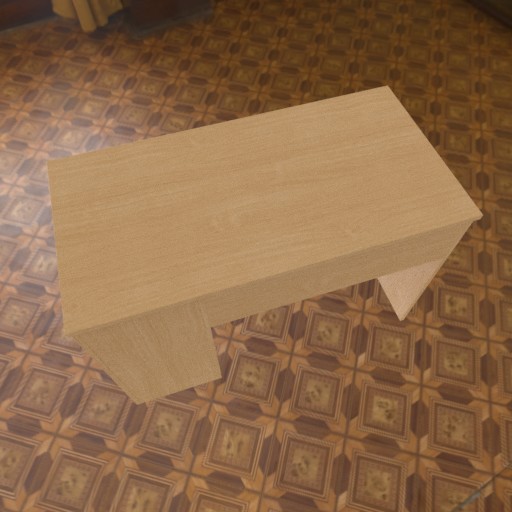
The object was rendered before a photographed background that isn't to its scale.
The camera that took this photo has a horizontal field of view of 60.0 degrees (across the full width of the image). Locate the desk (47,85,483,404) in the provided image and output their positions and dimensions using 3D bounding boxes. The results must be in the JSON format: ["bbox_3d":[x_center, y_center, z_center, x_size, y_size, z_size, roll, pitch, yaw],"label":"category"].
[{"bbox_3d":[0.000,0.000,1.549,1.097,0.735,0.560,-15,60,-9],"label":"desk"}]
